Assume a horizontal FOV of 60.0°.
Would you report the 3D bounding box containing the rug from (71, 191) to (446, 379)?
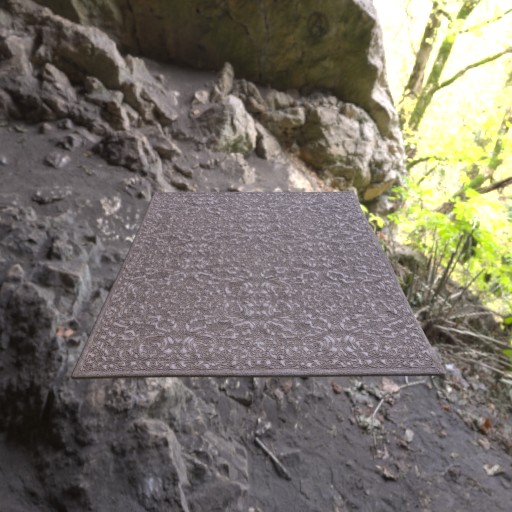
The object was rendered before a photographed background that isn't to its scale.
[{"bbox_3d":[0.000,0.000,4.186,2.472,0.035,3.017,0,32,-1],"label":"rug"}]
